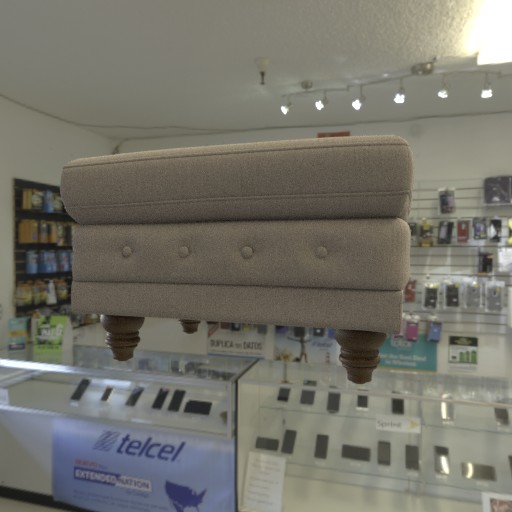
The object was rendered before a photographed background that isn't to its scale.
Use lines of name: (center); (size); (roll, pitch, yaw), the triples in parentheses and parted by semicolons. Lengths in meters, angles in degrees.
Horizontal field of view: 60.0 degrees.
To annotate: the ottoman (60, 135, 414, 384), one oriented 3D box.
ottoman: (0.000, 0.000, 1.148); (0.771, 0.500, 0.569); (0, 1, 18)
